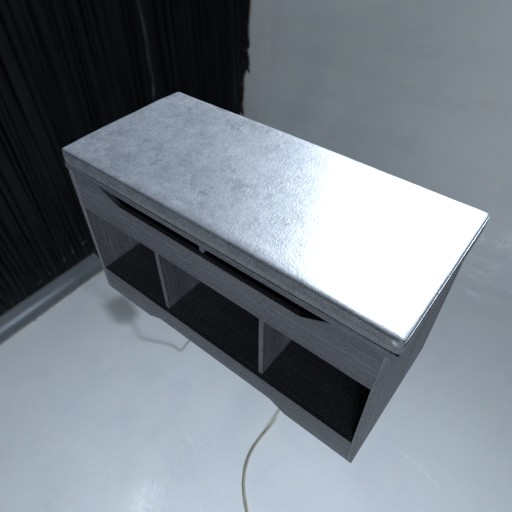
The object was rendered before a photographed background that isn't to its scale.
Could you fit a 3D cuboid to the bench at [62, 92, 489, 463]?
[{"bbox_3d":[0.000,0.000,1.160,0.905,0.501,0.401,29,52,26],"label":"bench"}]
